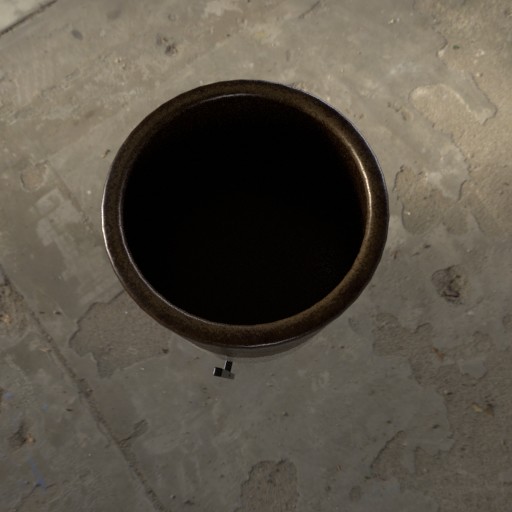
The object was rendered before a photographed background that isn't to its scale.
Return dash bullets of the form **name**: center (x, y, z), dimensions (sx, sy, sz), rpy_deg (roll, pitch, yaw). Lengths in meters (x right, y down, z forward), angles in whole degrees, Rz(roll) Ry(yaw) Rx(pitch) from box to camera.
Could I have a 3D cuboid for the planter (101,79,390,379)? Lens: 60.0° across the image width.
- **planter**: center (0.000, 0.000, 0.555), dimensions (0.269, 0.375, 0.255), rpy_deg (-18, 75, -5)
